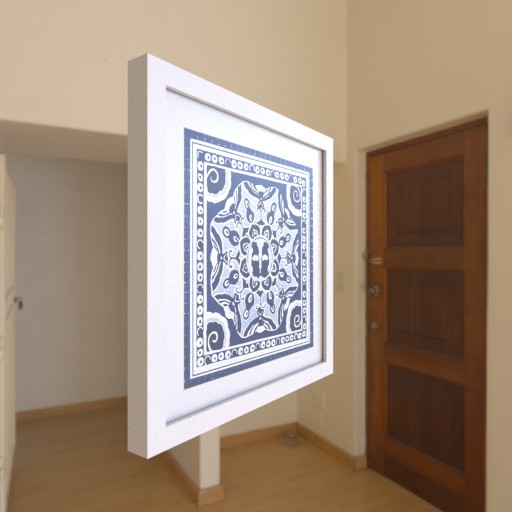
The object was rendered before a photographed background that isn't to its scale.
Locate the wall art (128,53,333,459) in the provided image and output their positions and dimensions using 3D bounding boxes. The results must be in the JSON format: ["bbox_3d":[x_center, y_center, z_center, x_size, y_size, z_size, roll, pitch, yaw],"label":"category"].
[{"bbox_3d":[0.000,0.000,0.538,0.027,0.355,0.355,0,0,37],"label":"wall art"}]
